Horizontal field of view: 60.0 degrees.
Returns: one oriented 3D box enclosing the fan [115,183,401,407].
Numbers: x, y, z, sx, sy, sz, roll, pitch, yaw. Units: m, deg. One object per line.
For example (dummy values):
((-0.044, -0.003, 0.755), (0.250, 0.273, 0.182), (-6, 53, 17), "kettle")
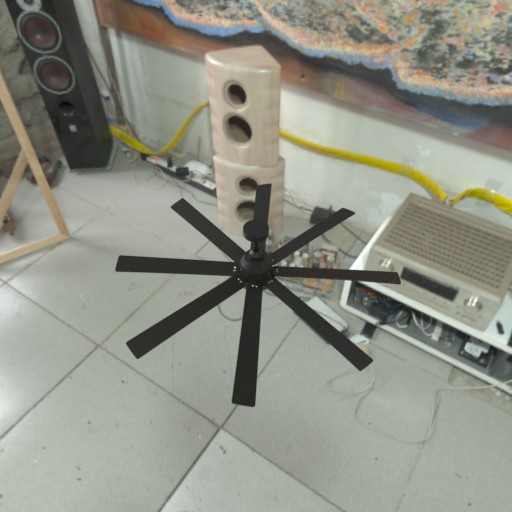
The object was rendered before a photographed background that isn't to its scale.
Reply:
((0.000, 0.000, 2.767), (1.830, 0.472, 1.830), (3, 46, 3), "fan")
